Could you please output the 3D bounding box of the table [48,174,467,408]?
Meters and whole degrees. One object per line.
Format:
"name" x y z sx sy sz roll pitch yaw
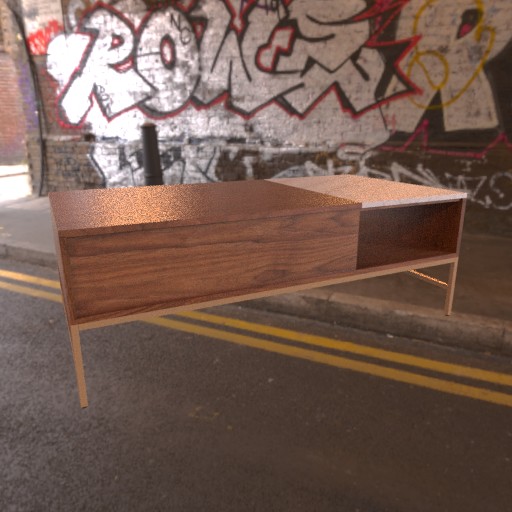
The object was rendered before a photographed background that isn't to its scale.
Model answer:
"table" 0.000 0.000 1.919 1.553 0.551 0.789 -8 18 -25
